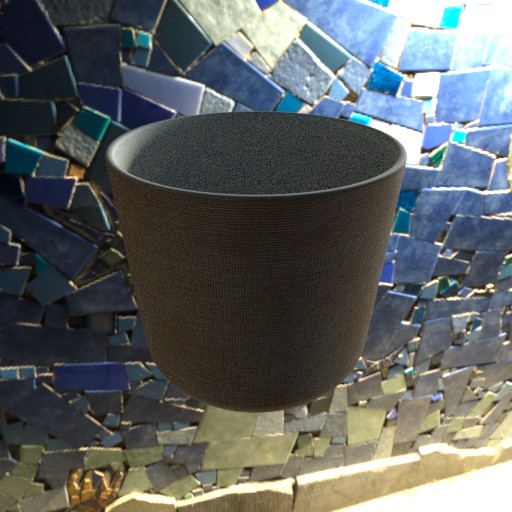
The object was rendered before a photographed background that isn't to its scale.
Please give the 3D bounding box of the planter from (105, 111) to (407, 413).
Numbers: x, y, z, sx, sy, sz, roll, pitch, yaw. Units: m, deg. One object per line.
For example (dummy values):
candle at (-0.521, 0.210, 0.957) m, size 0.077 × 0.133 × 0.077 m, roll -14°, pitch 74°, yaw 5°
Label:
planter at (0.000, 0.000, 0.770) m, size 0.440 × 0.398 × 0.440 m, roll 0°, pitch 30°, yaw 0°
